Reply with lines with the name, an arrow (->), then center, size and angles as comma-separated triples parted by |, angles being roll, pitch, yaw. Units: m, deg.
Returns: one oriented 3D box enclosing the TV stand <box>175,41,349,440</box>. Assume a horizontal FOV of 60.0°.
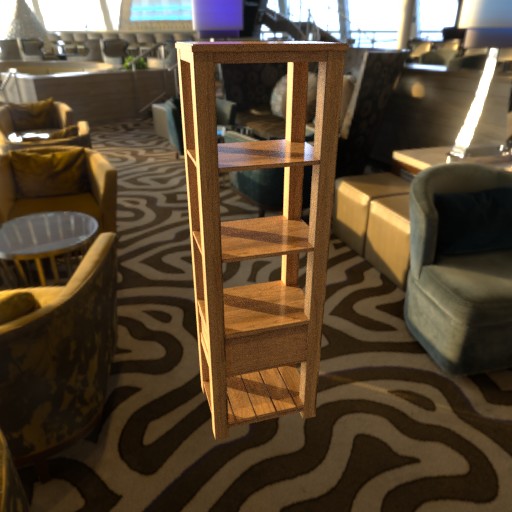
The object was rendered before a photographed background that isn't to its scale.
TV stand -> 0.000, 0.000, 2.105 | 0.565, 1.828, 0.435 | -8, 28, -15
